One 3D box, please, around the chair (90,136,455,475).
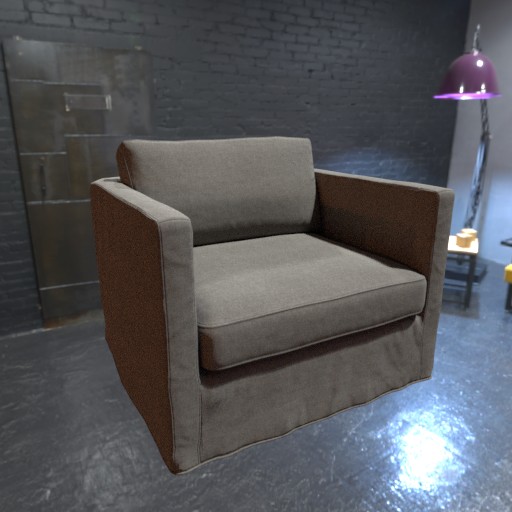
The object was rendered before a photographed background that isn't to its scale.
[{"bbox_3d":[0.000,0.000,1.694,1.057,0.863,0.949,-9,19,-28],"label":"chair"}]
